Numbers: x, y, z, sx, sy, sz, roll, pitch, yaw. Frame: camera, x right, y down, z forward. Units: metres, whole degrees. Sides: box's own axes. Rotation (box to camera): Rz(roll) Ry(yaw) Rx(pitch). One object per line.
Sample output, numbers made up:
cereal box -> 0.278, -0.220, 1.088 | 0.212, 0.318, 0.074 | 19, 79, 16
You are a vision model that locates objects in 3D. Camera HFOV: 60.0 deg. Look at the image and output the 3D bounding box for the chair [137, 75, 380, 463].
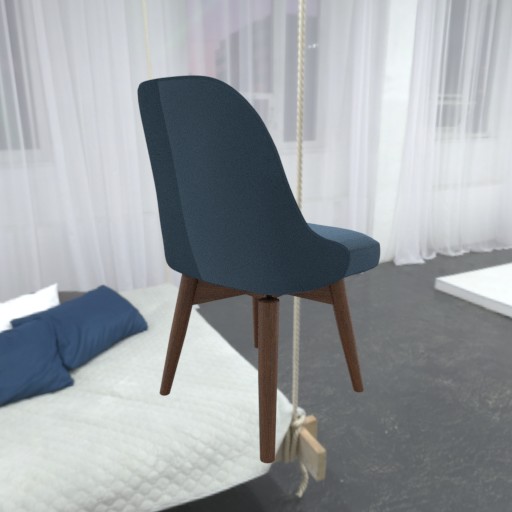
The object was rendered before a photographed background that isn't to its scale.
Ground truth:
chair -> 0.000, 0.000, 1.240 | 0.503, 0.882, 0.589 | 14, 21, 41
